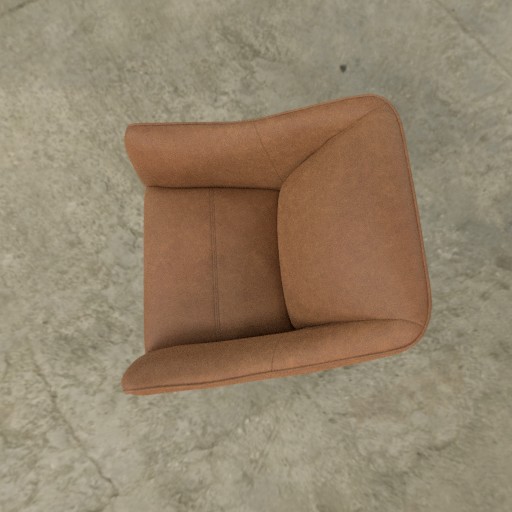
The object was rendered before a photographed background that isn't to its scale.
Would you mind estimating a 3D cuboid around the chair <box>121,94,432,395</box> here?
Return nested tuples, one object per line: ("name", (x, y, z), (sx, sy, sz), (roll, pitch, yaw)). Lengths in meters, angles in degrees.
("chair", (0.000, 0.000, 1.545), (0.852, 0.830, 0.871), (-4, 75, -1))
